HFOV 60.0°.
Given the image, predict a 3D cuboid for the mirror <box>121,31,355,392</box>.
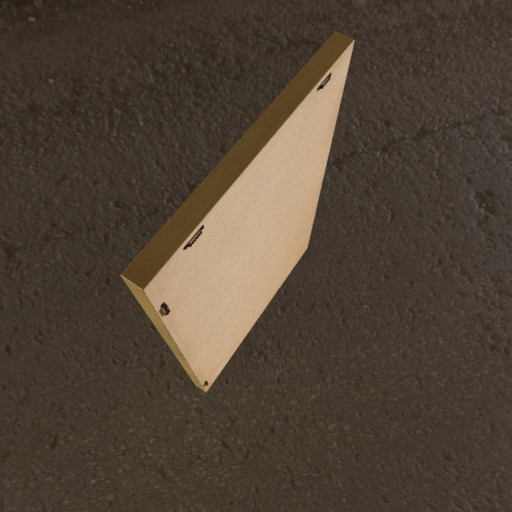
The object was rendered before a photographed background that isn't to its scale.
[{"bbox_3d":[0.000,0.000,0.921,0.040,0.710,0.507,31,68,14],"label":"mirror"}]
